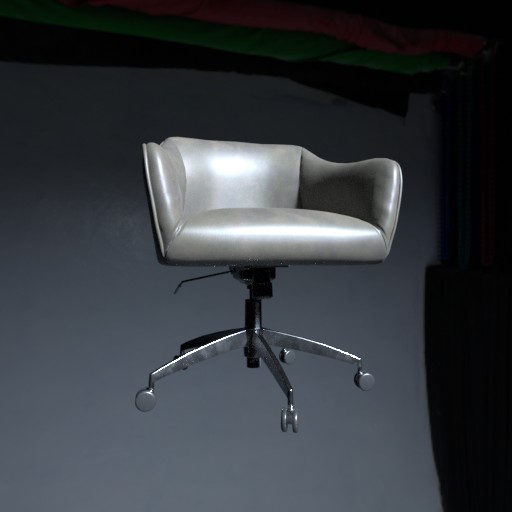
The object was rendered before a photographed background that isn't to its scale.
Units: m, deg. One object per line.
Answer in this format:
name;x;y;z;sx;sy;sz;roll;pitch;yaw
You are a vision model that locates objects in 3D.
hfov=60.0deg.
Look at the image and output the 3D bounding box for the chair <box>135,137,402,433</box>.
chair;0.000;0.000;1.347;0.713;0.827;0.689;0;0;-16
